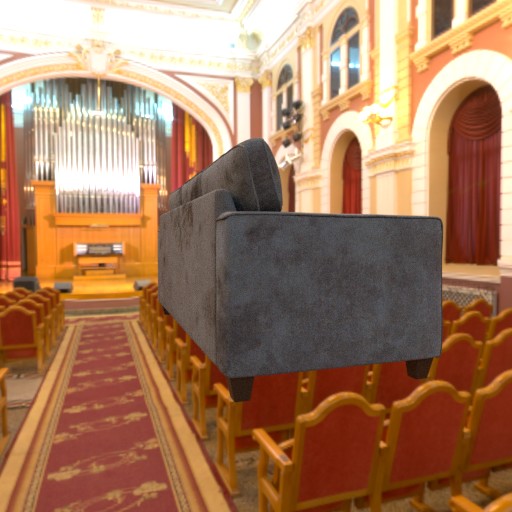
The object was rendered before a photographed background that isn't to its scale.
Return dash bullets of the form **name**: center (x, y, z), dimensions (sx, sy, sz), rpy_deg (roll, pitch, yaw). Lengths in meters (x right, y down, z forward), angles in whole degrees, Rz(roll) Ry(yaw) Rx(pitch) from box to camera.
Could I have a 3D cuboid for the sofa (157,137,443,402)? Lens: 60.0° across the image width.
- **sofa**: center (0.000, 0.000, 2.646), dimensions (0.939, 0.965, 2.133), rpy_deg (-1, 2, -19)
